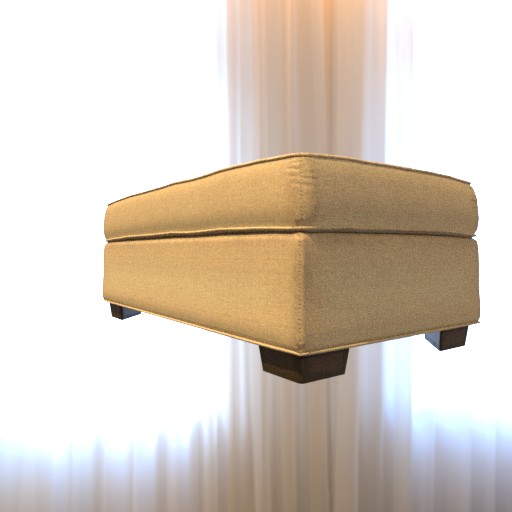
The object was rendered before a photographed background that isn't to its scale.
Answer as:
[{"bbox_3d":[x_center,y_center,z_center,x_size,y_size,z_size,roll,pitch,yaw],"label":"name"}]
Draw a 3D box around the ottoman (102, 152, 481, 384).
[{"bbox_3d":[0.000,0.000,1.367,0.617,0.448,1.097,0,1,-36],"label":"ottoman"}]
